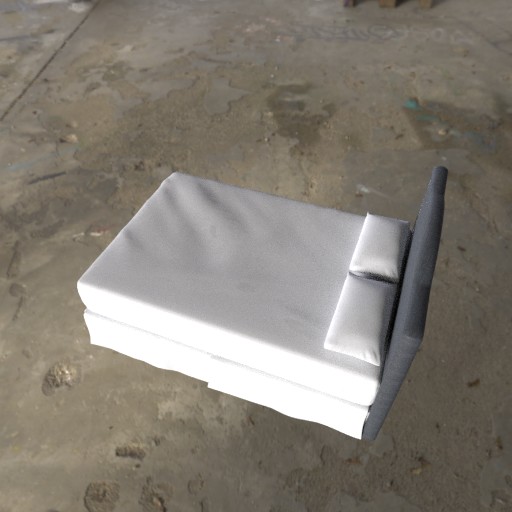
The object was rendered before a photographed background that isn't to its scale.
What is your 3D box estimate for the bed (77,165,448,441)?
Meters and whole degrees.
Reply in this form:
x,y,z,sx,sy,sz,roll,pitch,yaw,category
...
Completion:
x,y,z,sx,sy,sz,roll,pitch,yaw,category
0.000,0.000,3.603,2.507,1.441,1.747,16,48,15,bed
